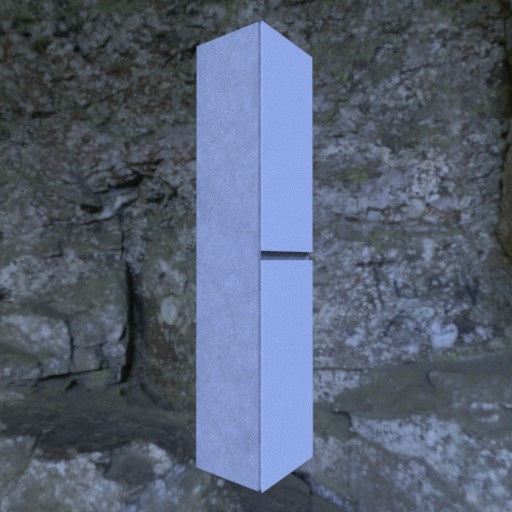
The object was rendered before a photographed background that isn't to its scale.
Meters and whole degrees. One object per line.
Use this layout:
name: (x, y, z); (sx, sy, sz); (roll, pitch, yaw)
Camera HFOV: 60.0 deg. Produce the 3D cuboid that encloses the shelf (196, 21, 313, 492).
shelf: (0.000, 0.000, 1.514); (0.270, 1.400, 0.300); (0, -1, 37)
